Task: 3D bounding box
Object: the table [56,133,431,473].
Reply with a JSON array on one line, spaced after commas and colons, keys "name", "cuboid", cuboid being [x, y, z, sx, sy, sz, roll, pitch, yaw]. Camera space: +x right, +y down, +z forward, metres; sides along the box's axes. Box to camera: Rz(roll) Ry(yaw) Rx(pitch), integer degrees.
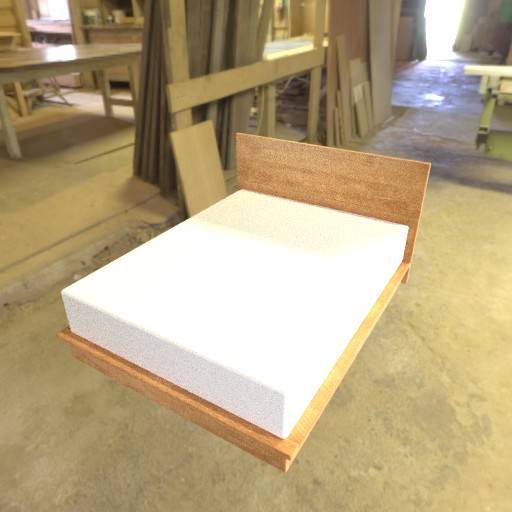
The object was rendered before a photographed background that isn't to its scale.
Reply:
[{"name": "table", "cuboid": [0.000, 0.000, 3.110, 1.707, 1.041, 2.149, 17, 34, 27]}]
